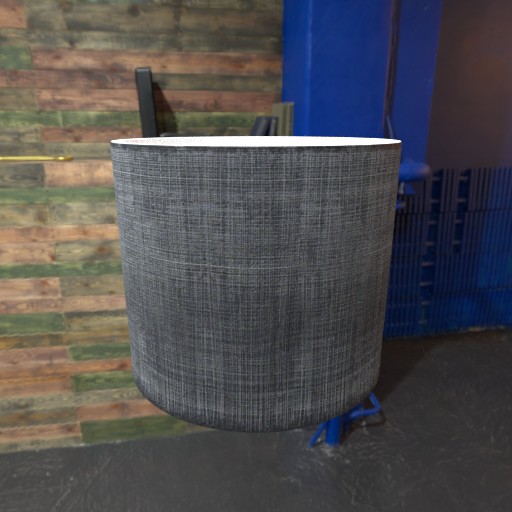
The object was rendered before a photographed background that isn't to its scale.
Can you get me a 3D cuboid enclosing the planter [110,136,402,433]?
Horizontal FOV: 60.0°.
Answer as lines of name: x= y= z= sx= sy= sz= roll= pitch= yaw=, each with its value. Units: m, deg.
planter: x=0.000 y=0.000 z=0.436 sx=0.254 sy=0.221 sz=0.254 roll=0 pitch=16 yaw=0
